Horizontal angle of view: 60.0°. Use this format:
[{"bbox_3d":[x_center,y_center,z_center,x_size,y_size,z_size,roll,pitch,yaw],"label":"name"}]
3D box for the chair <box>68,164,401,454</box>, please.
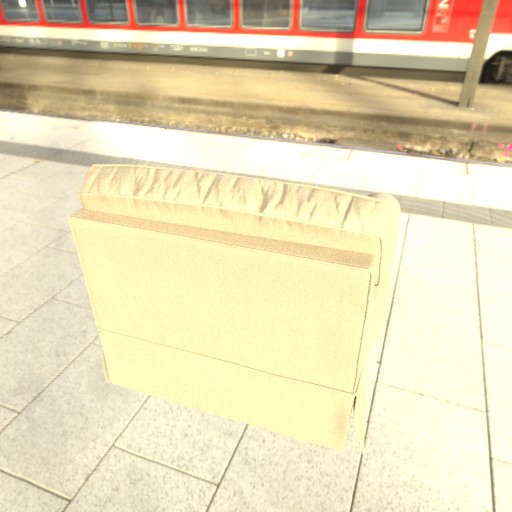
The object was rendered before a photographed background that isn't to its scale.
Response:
[{"bbox_3d":[0.000,0.000,1.815,1.096,0.937,0.903,10,34,16],"label":"chair"}]
